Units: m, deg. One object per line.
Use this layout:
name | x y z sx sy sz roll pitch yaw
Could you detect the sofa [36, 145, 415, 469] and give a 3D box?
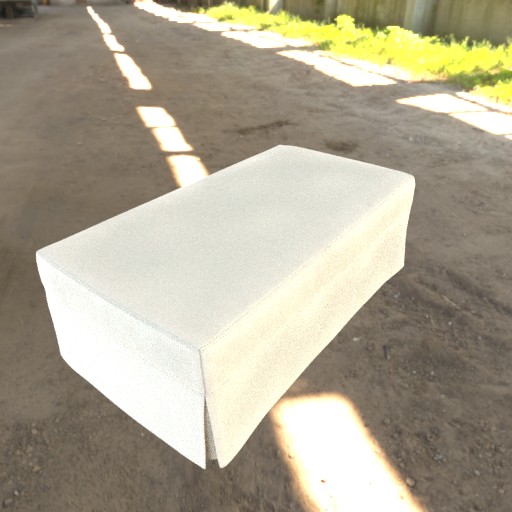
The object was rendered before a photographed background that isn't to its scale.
sofa | 0.000 0.000 2.103 0.939 0.552 1.677 22 38 31
